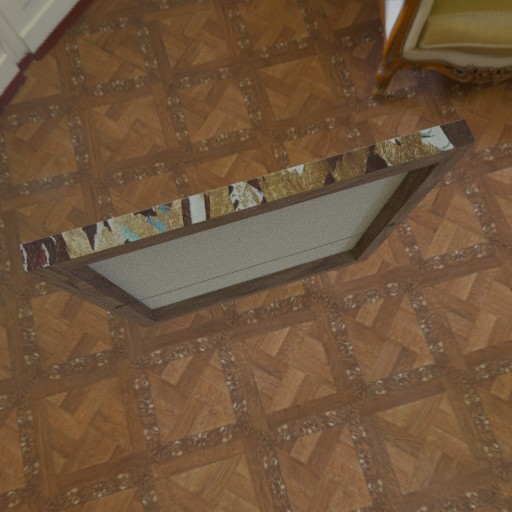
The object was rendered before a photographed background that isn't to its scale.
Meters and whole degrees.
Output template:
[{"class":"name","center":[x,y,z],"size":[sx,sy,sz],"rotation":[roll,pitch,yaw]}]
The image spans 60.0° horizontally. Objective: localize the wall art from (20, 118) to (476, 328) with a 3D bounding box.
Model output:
[{"class":"wall art","center":[0.000,0.000,0.871],"size":[0.609,0.613,0.041],"rotation":[-17,75,-5]}]
